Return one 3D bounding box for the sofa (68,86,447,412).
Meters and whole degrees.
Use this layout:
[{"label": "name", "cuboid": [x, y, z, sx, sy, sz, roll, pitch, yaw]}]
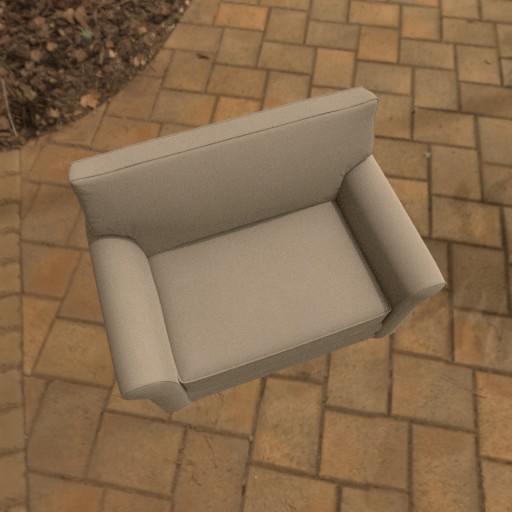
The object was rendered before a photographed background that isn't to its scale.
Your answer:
[{"label": "sofa", "cuboid": [0.000, 0.000, 2.056, 1.405, 1.006, 0.937, -17, 65, -8]}]
